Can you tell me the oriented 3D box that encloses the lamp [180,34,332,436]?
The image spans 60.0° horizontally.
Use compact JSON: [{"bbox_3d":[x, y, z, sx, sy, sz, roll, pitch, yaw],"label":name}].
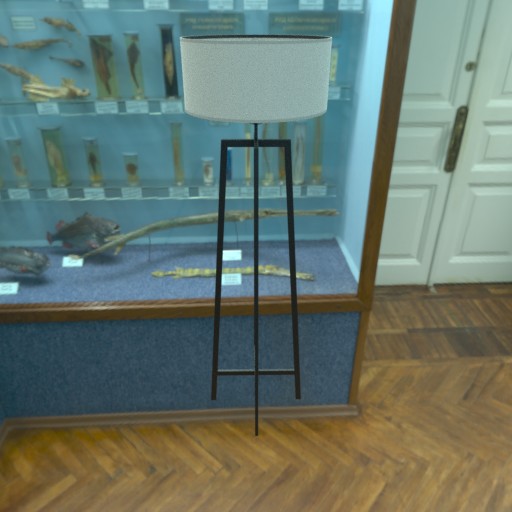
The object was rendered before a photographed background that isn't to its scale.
[{"bbox_3d":[0.000,0.000,1.704,0.457,1.510,0.456,0,28,-1],"label":"lamp"}]
